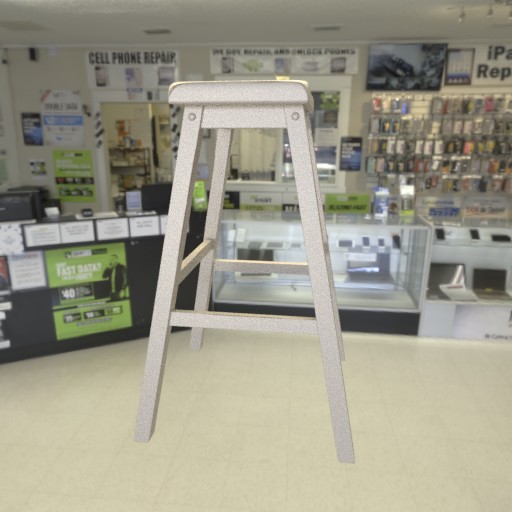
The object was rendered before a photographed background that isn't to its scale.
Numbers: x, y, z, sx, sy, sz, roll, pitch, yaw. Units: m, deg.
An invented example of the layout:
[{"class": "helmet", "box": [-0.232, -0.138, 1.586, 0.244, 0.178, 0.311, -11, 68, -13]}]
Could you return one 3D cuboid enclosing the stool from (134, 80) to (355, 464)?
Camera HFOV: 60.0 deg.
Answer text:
[{"class": "stool", "box": [0.000, 0.000, 1.056, 0.476, 0.737, 0.457, 2, 16, 8]}]
